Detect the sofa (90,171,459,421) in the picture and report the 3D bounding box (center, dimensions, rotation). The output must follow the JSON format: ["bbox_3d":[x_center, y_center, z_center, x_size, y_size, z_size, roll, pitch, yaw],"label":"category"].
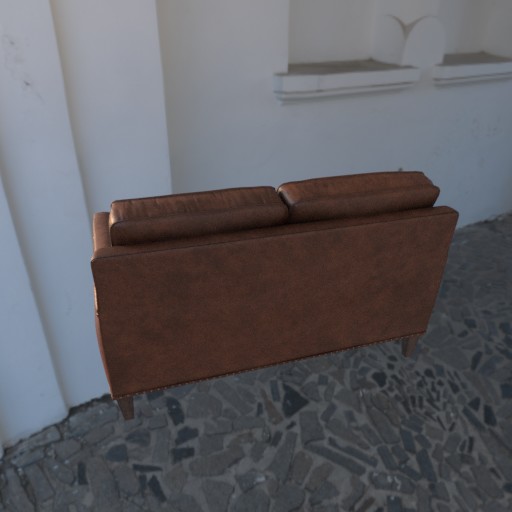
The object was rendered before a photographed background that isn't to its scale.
[{"bbox_3d":[0.000,0.000,2.301,1.628,1.003,1.083,-8,28,-15],"label":"sofa"}]
